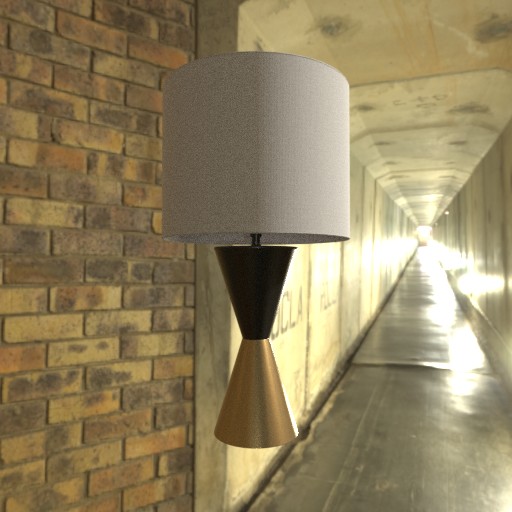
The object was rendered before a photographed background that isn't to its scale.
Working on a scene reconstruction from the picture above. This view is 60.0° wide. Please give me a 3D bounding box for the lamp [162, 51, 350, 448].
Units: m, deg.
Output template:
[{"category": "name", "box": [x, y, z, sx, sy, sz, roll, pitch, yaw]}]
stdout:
[{"category": "lamp", "box": [0.000, 0.000, 0.730, 0.304, 0.573, 0.304, 1, -2, -37]}]
